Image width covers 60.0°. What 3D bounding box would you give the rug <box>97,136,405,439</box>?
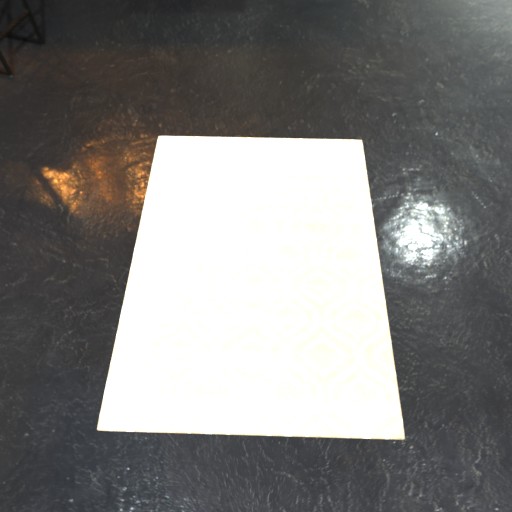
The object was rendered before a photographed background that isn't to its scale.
[{"bbox_3d":[0.000,0.000,4.396,2.438,0.010,3.353,1,57,1],"label":"rug"}]
